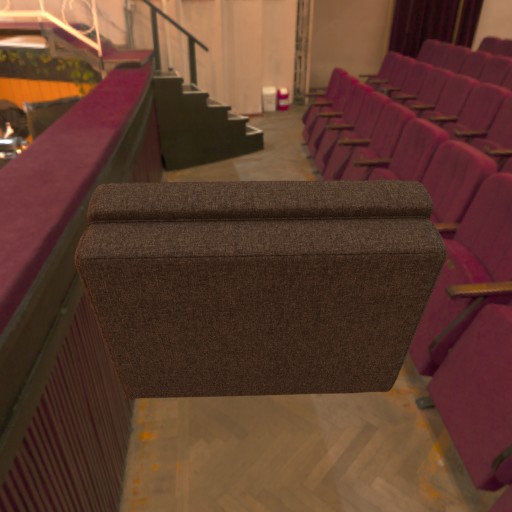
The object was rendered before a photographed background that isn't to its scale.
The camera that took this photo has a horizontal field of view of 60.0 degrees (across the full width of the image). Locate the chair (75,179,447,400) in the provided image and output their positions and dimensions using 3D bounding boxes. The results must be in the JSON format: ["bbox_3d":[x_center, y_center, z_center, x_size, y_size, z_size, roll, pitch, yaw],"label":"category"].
[{"bbox_3d":[0.000,0.000,1.295,0.740,0.615,0.800,-1,30,-2],"label":"chair"}]
